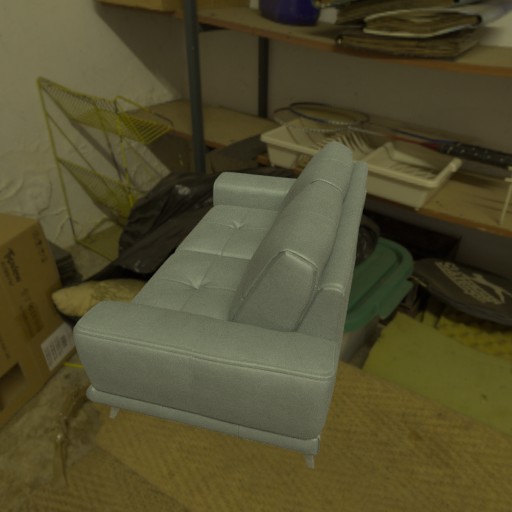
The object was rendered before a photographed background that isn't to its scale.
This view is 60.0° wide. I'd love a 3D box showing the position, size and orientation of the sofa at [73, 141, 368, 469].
[{"bbox_3d":[0.000,0.000,2.337,1.018,0.907,1.806,8,32,13],"label":"sofa"}]
